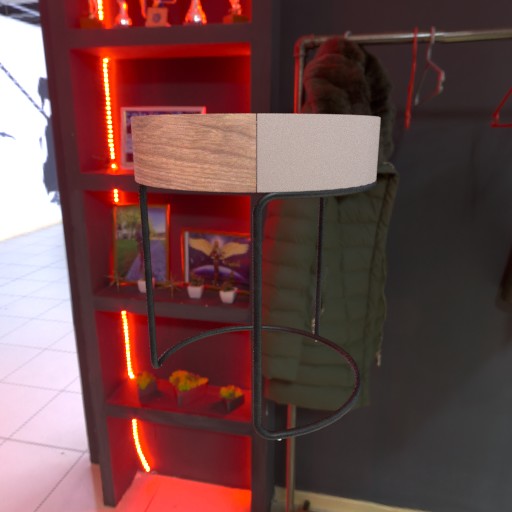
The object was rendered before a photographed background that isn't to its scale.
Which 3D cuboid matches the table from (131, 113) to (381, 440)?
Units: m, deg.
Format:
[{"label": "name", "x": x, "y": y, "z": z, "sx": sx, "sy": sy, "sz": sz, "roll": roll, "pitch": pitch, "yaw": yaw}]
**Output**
[{"label": "table", "x": 0.000, "y": 0.000, "z": 0.894, "sx": 0.450, "sy": 0.530, "sz": 0.450, "roll": 0, "pitch": 16, "yaw": 0}]
